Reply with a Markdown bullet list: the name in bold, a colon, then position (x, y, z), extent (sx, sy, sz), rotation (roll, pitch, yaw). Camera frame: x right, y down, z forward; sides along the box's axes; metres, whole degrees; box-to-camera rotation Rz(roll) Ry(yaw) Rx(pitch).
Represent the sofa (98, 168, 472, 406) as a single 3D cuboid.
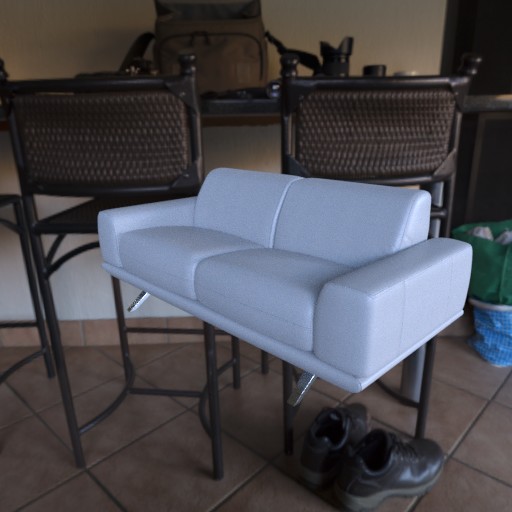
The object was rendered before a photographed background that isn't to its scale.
- **sofa**: position (0.000, 0.000, 2.364), extent (0.900, 0.772, 1.901), rotation (-16, 24, -42)
